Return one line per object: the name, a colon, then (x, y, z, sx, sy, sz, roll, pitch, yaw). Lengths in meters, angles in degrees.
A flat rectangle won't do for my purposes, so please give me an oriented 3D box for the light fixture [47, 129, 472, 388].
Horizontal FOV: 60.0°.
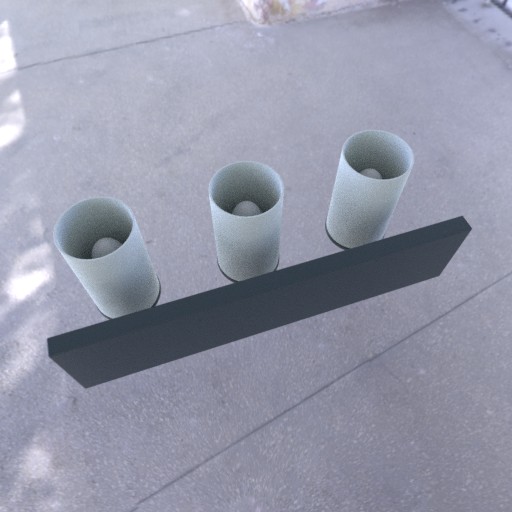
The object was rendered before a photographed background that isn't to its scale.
light fixture: (0.000, 0.000, 0.523, 0.451, 0.172, 0.145, -16, 59, -10)
